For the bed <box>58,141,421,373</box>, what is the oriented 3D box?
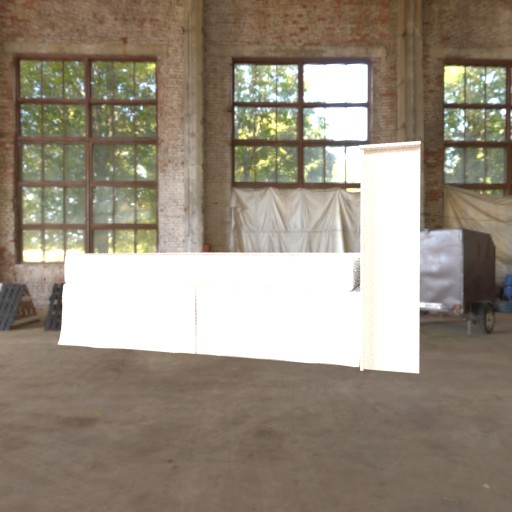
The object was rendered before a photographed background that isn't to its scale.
[{"bbox_3d":[0.000,0.000,3.175,2.133,1.092,1.671,0,1,18],"label":"bed"}]
